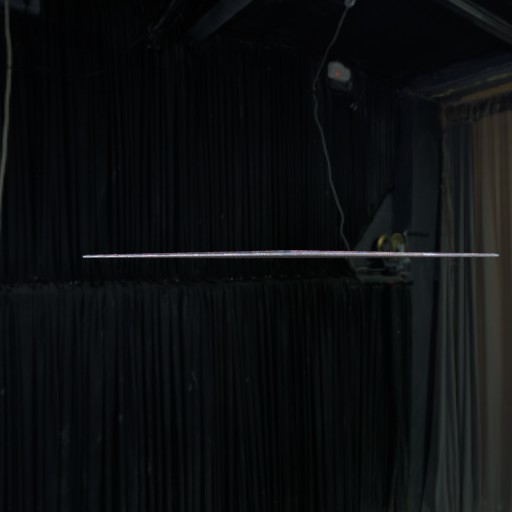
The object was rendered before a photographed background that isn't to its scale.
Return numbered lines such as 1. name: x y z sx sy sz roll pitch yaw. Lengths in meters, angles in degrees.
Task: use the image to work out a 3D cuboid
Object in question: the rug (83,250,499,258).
1. rug: 0.000 0.000 2.964 1.539 0.018 2.449 0 -1 -38
